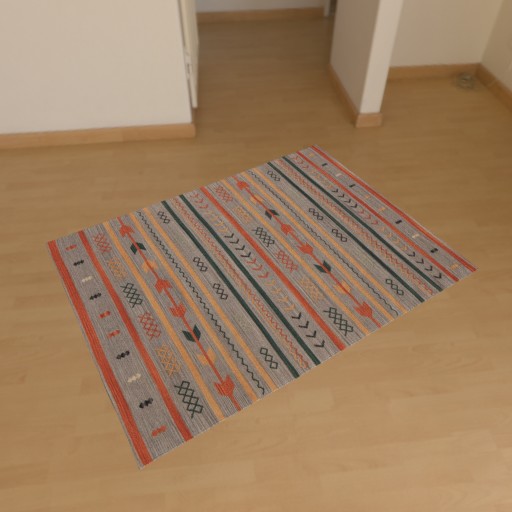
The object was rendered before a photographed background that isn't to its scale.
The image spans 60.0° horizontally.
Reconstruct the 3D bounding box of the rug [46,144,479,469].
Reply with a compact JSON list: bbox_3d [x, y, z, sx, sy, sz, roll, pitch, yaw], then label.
[{"bbox_3d":[0.000,0.000,3.836,3.029,0.022,2.263,-24,51,-22],"label":"rug"}]
